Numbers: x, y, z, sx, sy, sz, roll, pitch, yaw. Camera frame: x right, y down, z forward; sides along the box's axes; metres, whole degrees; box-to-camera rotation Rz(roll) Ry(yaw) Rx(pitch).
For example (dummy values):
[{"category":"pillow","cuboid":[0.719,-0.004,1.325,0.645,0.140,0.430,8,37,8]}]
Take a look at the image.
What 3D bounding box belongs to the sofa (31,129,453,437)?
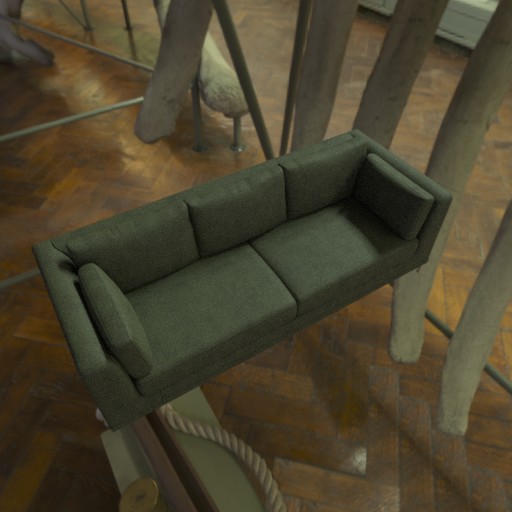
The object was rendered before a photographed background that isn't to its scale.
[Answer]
[{"category":"sofa","cuboid":[0.000,0.000,2.893,2.415,0.867,0.969,-24,51,-21]}]
